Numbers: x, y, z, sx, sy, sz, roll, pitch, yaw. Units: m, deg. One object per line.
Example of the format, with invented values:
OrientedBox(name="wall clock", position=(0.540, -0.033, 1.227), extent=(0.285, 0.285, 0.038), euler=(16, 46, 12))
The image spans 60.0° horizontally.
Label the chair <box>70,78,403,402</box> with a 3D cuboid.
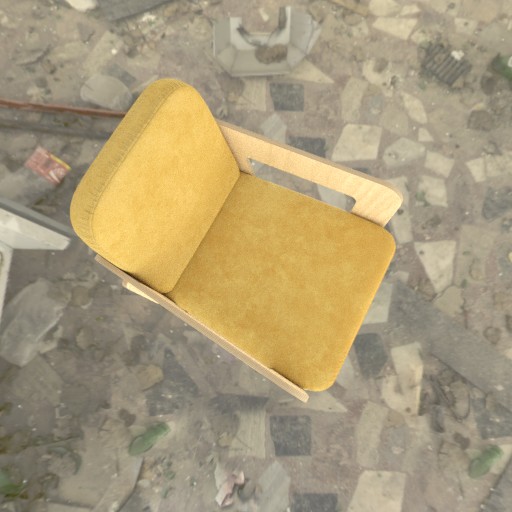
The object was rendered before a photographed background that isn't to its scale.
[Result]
OrientedBox(name="chair", position=(0.000, 0.000, 1.283), extent=(0.710, 0.800, 0.590), euler=(27, 76, 7))
